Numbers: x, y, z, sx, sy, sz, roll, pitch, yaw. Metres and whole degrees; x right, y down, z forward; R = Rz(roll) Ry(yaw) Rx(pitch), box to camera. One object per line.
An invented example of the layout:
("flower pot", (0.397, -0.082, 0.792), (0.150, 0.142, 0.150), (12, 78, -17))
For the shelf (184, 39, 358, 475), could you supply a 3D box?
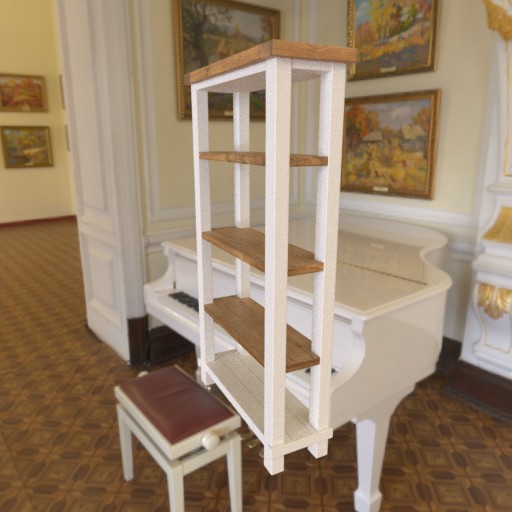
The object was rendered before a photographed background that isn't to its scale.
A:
("shelf", (0.000, 0.000, 2.336), (0.381, 1.878, 1.022), (-7, 16, -26))
